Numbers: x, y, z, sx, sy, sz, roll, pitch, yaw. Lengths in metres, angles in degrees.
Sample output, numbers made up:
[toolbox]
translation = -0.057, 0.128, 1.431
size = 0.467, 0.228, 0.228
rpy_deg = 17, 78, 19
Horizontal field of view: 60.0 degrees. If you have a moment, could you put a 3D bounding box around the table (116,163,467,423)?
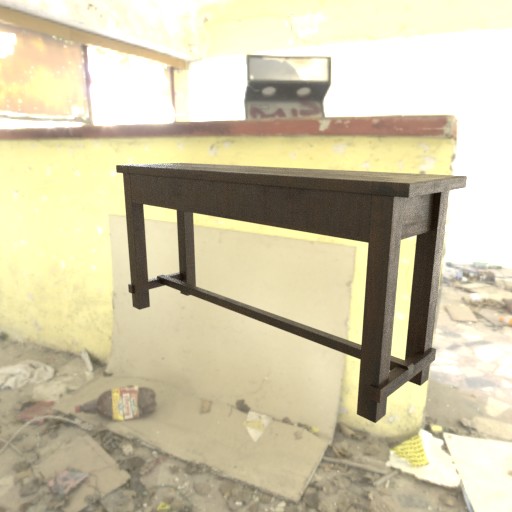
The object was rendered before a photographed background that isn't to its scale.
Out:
[table]
translation = 0.000, 0.000, 1.977
size = 1.599, 0.762, 0.442
rpy_deg = 14, 19, 43
